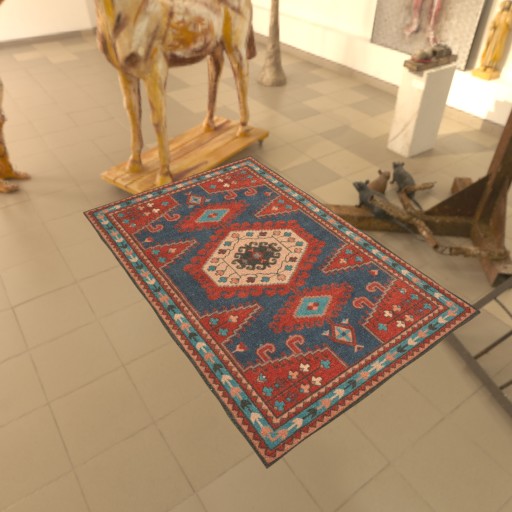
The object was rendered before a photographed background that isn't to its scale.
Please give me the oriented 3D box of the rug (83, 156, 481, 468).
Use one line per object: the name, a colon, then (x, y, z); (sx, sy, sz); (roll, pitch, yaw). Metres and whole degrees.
rug: (0.000, 0.000, 2.297); (1.207, 0.012, 1.820); (-25, 46, -26)
